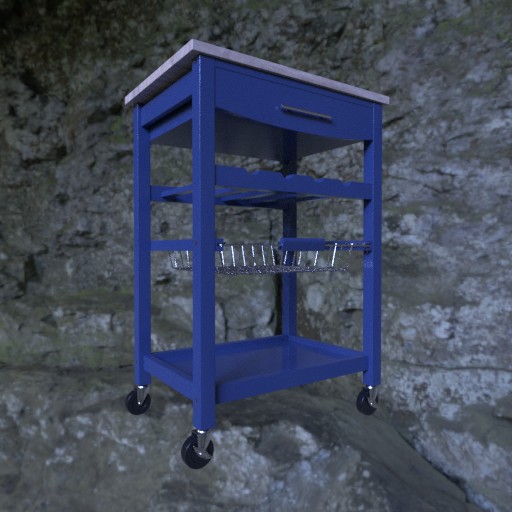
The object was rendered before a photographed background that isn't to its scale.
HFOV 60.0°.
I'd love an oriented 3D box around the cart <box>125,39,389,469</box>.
[{"bbox_3d":[0.000,0.000,1.172,0.584,0.839,0.403,-1,1,-34],"label":"cart"}]
